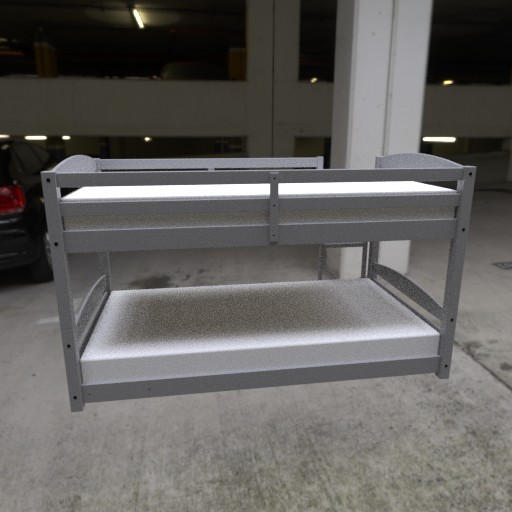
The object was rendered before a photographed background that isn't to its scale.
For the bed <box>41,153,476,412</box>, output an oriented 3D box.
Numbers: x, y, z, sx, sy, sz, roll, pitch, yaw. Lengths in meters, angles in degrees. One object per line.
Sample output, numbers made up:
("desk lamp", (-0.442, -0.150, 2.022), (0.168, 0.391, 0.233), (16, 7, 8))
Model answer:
("bed", (0.000, 0.000, 2.689), (2.013, 1.206, 1.105), (-2, 16, -9))
